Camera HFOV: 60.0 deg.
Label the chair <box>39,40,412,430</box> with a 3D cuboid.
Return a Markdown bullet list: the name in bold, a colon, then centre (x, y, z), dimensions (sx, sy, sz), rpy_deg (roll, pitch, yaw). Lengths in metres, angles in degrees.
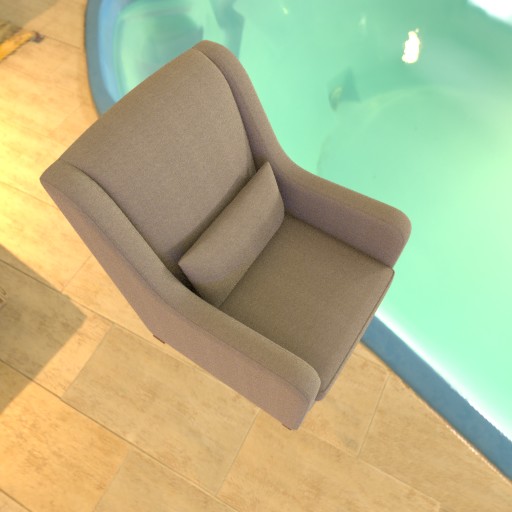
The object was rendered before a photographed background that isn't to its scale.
- **chair**: centre (0.000, 0.000, 1.560), dimensions (0.890, 1.017, 0.715), rpy_deg (30, 64, 17)
